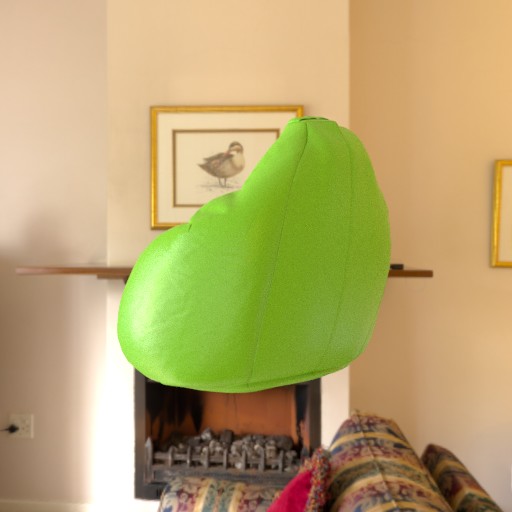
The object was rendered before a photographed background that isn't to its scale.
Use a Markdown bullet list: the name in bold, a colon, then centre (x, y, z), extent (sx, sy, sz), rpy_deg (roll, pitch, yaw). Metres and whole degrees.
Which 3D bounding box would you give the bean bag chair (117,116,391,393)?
- **bean bag chair**: centre (0.000, 0.000, 1.875), extent (1.070, 0.990, 1.070), rpy_deg (0, 0, -36)
